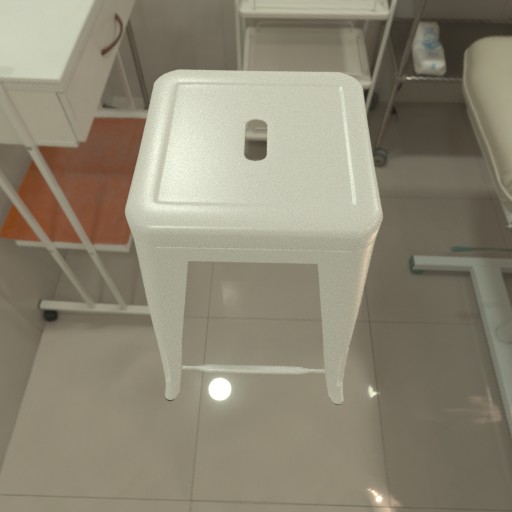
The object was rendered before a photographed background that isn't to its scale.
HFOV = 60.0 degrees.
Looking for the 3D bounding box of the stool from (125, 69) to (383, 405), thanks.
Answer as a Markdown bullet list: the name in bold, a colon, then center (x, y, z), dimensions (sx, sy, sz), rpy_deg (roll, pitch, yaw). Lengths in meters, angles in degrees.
- **stool**: center (0.000, 0.000, 0.853), dimensions (0.406, 0.610, 0.406), rpy_deg (1, 58, 1)
